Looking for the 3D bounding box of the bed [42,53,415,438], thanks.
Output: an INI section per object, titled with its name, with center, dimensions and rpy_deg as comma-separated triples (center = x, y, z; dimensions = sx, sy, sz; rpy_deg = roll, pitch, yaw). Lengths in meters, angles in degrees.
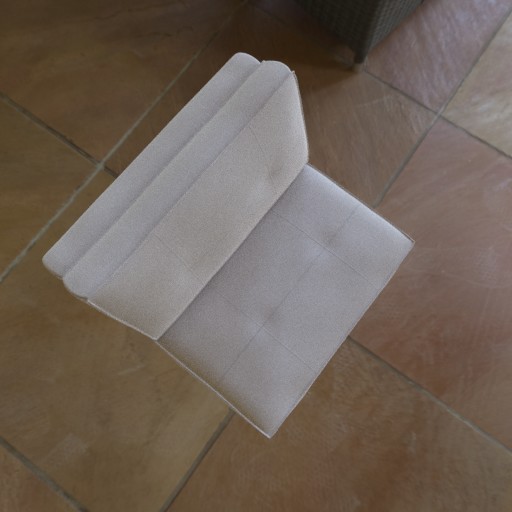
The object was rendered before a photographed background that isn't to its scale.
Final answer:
[bed]
center = 0.000, 0.000, 1.331
dimensions = 0.749, 0.614, 0.799
rpy_deg = 38, 79, 9
